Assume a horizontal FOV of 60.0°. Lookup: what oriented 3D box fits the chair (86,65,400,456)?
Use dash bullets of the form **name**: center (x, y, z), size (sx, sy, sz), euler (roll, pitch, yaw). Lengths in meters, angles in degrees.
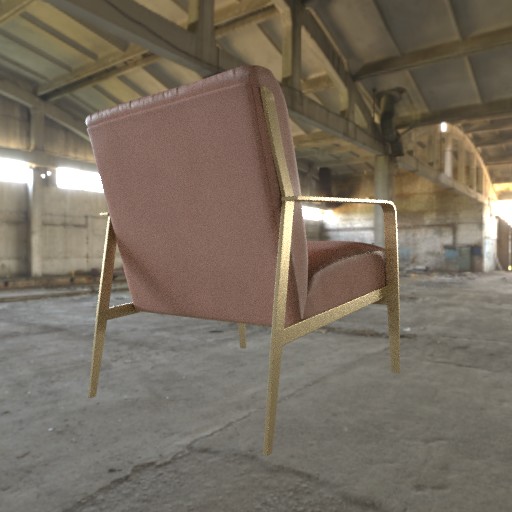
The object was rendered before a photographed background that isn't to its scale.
- **chair**: center (0.000, 0.000, 1.421), size (0.701, 0.823, 0.848), euler (0, 1, 36)
